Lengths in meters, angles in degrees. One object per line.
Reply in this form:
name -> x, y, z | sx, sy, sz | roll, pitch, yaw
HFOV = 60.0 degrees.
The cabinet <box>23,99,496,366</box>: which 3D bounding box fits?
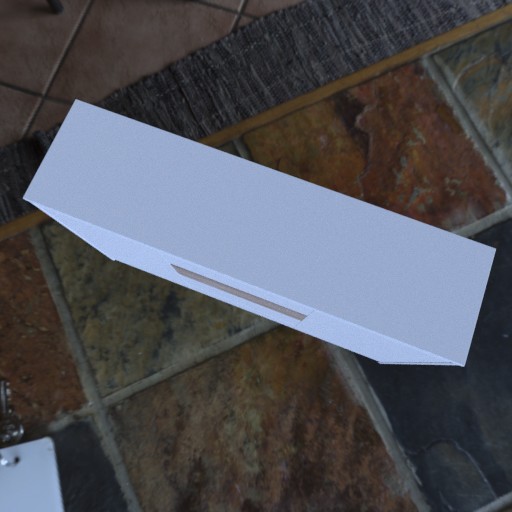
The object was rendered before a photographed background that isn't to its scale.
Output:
cabinet -> 0.000, 0.000, 1.833 | 1.450, 0.900, 0.380 | 21, 78, 5
